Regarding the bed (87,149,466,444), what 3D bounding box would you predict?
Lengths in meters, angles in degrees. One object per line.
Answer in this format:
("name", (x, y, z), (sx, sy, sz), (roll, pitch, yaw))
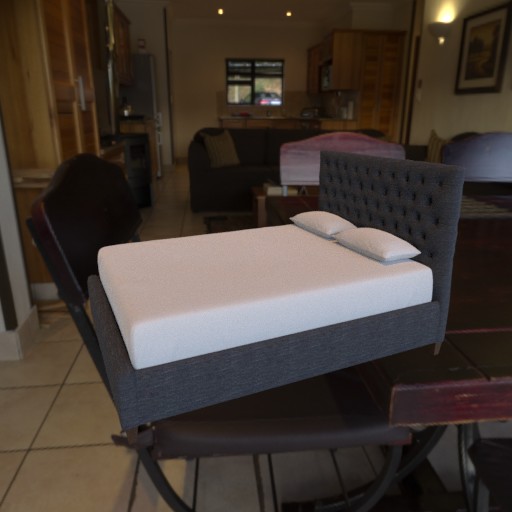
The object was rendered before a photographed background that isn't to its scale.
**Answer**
("bed", (0.000, 0.000, 3.425), (2.387, 1.427, 1.698), (-8, 19, -24))
